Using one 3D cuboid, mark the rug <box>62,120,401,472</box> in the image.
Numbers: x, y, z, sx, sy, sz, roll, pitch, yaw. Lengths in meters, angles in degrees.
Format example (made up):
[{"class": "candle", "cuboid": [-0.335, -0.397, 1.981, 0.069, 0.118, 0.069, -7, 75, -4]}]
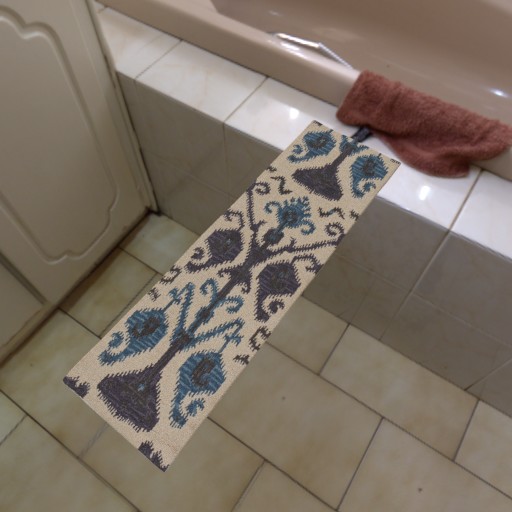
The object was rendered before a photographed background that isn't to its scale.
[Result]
[{"class": "rug", "cuboid": [0.000, 0.000, 2.551, 0.692, 0.017, 2.301, 32, 64, 18]}]
